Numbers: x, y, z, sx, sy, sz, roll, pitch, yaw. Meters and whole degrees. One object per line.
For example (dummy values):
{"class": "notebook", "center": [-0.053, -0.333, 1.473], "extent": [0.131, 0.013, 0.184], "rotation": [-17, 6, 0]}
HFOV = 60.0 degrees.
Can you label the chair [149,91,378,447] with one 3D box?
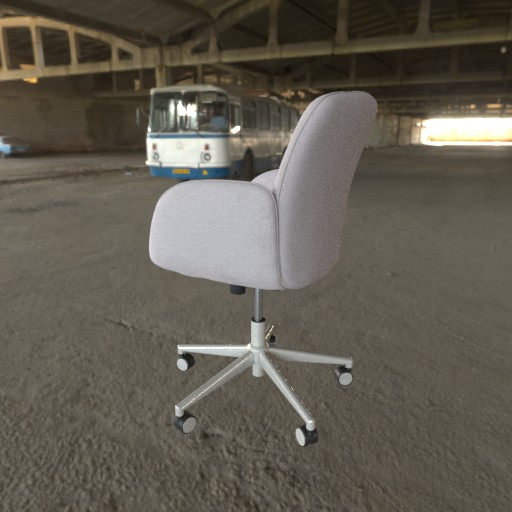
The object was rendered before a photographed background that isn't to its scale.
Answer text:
{"class": "chair", "center": [0.000, 0.000, 1.409], "extent": [0.654, 0.959, 0.648], "rotation": [8, 17, 26]}
